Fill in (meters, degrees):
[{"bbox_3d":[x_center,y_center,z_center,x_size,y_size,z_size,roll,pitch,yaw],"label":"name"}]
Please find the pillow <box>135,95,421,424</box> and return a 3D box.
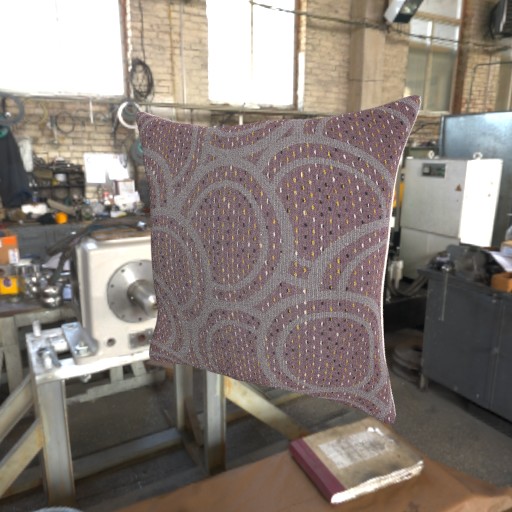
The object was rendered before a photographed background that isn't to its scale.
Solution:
[{"bbox_3d":[0.000,0.000,0.785,0.514,0.513,0.163,7,15,27],"label":"pillow"}]
